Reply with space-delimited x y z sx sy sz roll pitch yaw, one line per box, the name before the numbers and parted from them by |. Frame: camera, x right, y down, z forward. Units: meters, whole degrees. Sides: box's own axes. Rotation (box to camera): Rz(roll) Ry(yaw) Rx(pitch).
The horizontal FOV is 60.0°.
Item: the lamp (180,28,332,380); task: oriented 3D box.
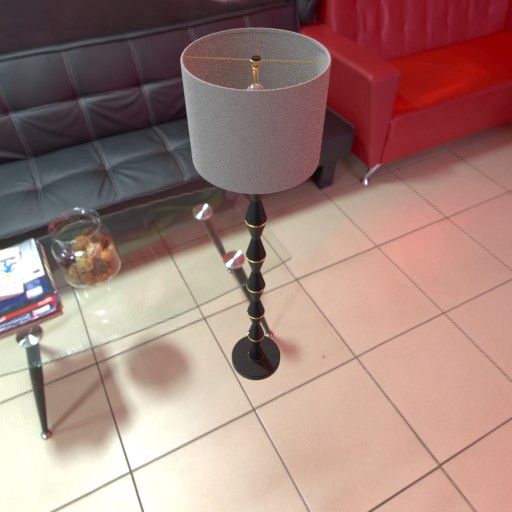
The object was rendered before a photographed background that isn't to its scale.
lamp | 0.000 0.000 1.661 0.381 1.480 0.381 4 47 3
